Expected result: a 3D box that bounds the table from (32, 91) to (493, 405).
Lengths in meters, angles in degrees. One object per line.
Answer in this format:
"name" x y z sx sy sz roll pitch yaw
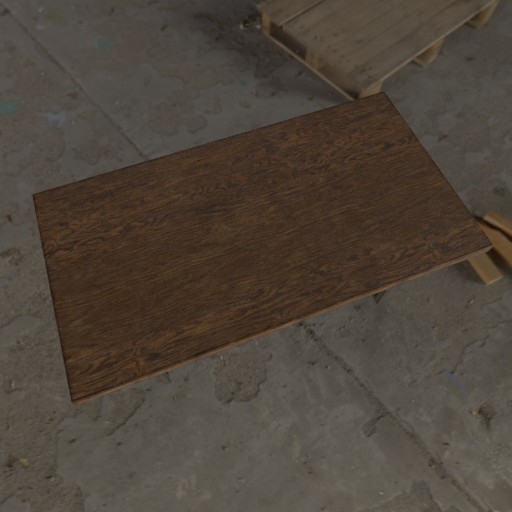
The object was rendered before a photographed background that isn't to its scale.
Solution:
"table" 0.000 0.000 2.505 1.989 0.795 1.078 -19 65 -9
